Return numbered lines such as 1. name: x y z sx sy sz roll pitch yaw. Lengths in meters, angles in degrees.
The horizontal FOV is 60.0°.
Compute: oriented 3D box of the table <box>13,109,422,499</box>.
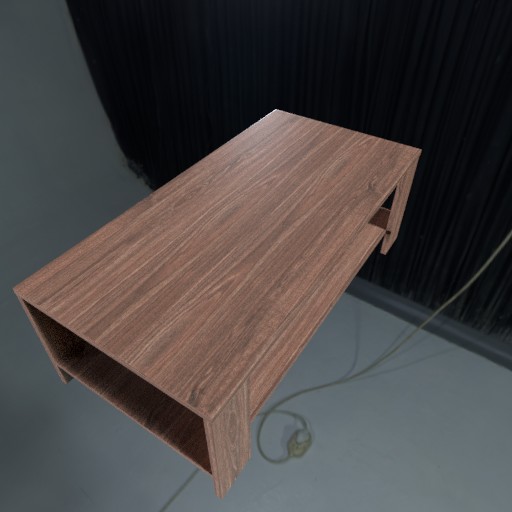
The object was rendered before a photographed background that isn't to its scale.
1. table: 0.000 0.000 1.440 0.600 0.400 1.200 24 47 24
